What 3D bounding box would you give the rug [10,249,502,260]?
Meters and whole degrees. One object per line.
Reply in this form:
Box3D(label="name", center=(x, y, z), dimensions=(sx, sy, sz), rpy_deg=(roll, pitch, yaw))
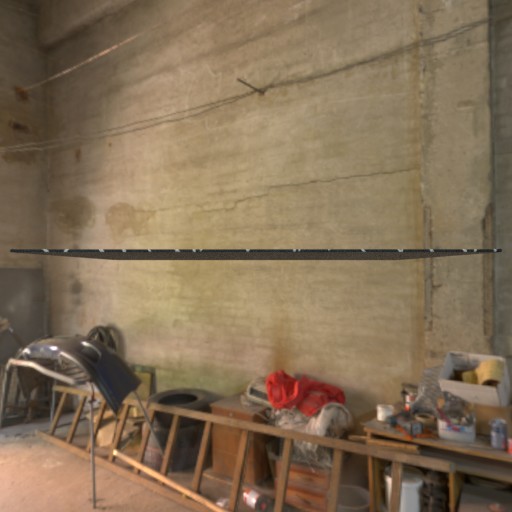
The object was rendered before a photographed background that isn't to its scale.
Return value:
Box3D(label="rug", center=(0.000, 0.000, 2.243), dimensions=(1.830, 0.013, 1.223), rpy_deg=(0, -2, 0))
